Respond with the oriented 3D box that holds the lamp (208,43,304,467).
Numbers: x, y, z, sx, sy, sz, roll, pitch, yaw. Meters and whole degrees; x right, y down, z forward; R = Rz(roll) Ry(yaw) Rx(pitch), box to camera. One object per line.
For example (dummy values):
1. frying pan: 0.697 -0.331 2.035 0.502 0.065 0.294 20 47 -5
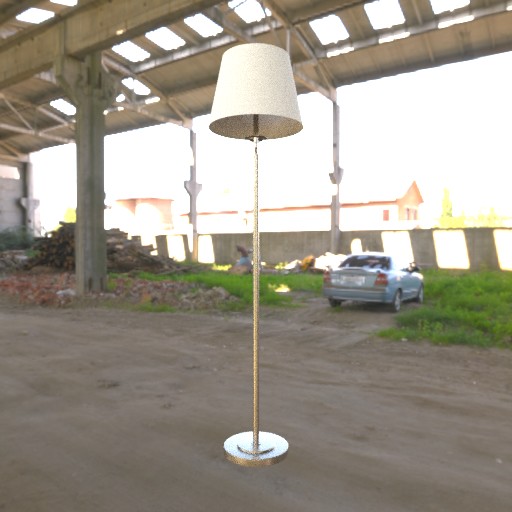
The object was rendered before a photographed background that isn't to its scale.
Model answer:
1. lamp: 0.000 0.000 1.664 0.355 1.473 0.355 0 1 0
